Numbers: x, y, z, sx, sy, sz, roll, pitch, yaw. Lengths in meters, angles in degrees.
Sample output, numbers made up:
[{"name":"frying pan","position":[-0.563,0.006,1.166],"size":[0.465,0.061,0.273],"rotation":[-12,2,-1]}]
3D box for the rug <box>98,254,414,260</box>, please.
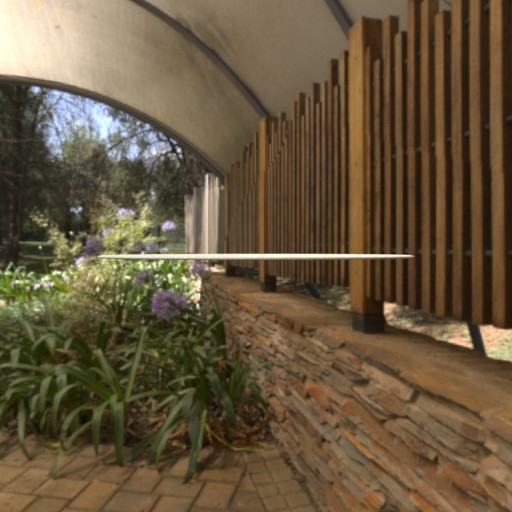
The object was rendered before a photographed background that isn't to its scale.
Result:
[{"name":"rug","position":[0.000,0.000,2.366],"size":[1.593,0.012,1.593],"rotation":[0,1,0]}]
